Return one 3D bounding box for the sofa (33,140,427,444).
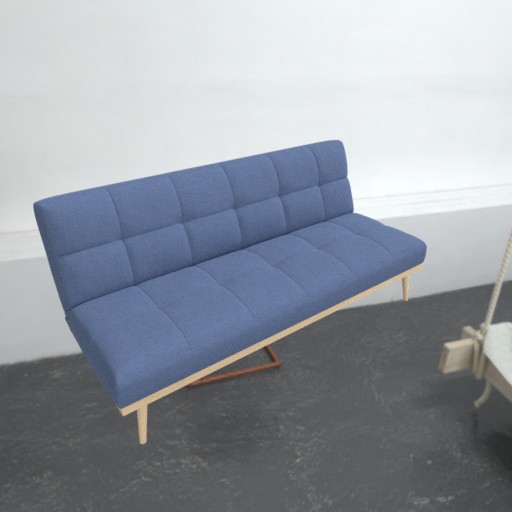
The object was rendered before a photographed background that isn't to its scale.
[{"bbox_3d":[0.000,0.000,2.221,1.800,0.800,0.796,-19,34,-32],"label":"sofa"}]
